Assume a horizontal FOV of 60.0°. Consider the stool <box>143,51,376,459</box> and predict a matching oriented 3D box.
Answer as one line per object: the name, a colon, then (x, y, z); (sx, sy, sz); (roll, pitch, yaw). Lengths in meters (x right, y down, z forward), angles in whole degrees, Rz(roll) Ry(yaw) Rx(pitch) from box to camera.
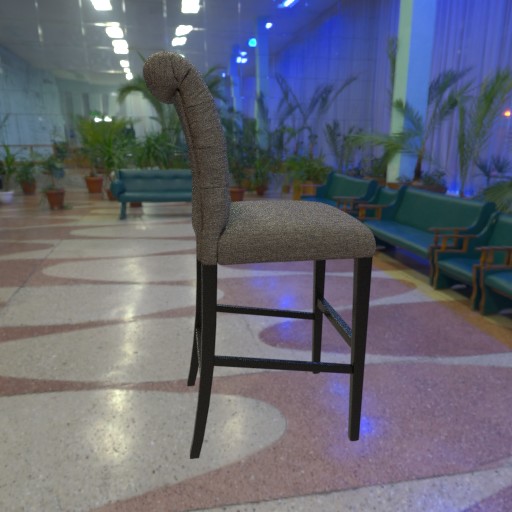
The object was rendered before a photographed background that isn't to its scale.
stool: (0.000, 0.000, 1.411); (0.613, 1.131, 0.452); (-3, 16, -9)
